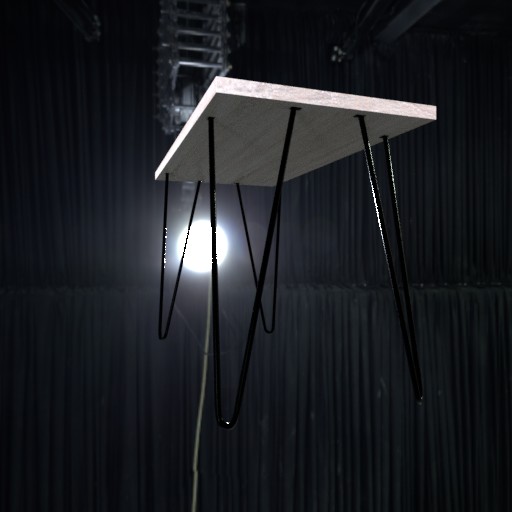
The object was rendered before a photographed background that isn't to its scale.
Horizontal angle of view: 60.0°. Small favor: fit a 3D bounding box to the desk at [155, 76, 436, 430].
[{"bbox_3d":[0.000,0.000,1.365,0.499,0.660,0.991,0,0,-19],"label":"desk"}]
